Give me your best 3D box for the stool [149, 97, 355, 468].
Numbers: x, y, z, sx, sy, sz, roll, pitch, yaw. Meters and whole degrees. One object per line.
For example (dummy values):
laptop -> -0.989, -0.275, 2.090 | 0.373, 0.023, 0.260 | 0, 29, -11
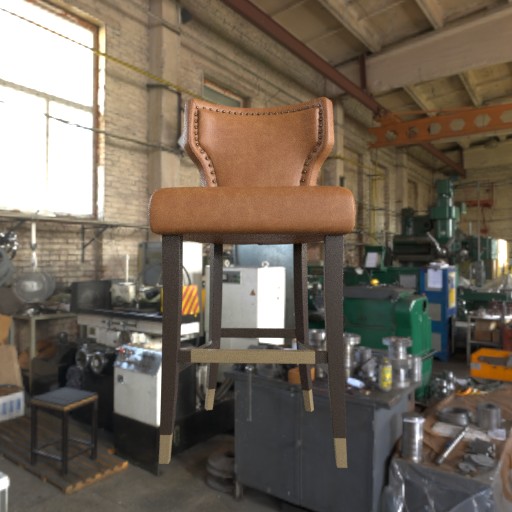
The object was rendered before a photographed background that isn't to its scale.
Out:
stool -> 0.000, 0.000, 1.365 | 0.526, 1.092, 0.563 | 0, -1, 3
